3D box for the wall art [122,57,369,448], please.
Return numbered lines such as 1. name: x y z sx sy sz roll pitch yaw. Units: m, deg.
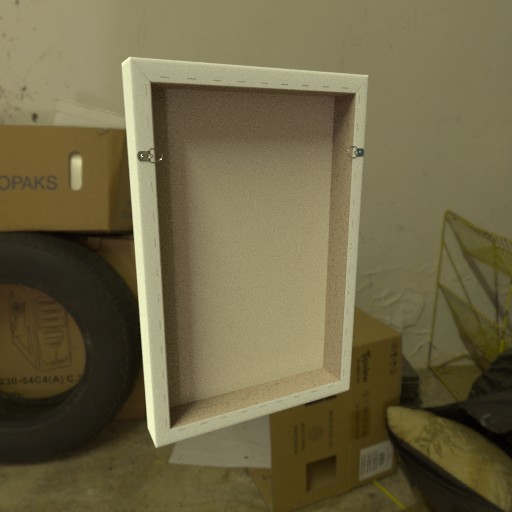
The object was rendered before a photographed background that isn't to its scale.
1. wall art: 0.000 0.000 0.487 0.252 0.381 0.039 -7 16 -25
